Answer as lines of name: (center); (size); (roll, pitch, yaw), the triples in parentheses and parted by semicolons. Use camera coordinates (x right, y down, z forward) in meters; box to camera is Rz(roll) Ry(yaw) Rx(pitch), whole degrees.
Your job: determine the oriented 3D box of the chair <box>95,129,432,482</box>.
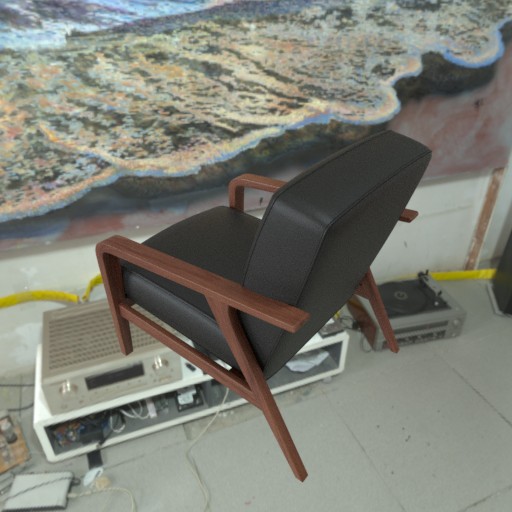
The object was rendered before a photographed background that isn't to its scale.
chair: (0.000, 0.000, 1.504); (0.889, 0.861, 0.719); (23, 40, 32)
